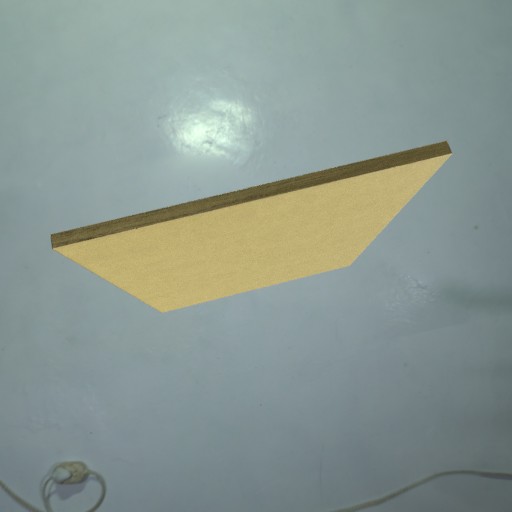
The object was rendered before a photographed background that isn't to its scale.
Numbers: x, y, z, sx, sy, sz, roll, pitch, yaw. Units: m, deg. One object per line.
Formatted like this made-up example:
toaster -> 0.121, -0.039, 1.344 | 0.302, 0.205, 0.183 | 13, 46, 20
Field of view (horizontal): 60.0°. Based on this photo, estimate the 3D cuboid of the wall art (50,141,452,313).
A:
wall art -> 0.000, 0.000, 1.347 | 0.798, 1.002, 0.030 | -14, 76, -3
